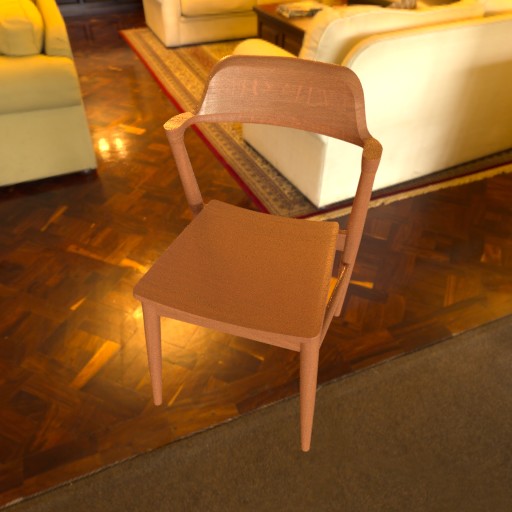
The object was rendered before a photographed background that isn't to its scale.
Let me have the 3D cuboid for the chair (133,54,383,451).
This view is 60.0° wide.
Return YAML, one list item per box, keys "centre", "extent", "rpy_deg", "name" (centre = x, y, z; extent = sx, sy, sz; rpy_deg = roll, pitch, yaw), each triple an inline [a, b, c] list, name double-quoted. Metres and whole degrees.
- centre: [0.000, 0.000, 1.101]
  extent: [0.496, 0.801, 0.499]
  rpy_deg: [12, 42, 13]
  name: "chair"
